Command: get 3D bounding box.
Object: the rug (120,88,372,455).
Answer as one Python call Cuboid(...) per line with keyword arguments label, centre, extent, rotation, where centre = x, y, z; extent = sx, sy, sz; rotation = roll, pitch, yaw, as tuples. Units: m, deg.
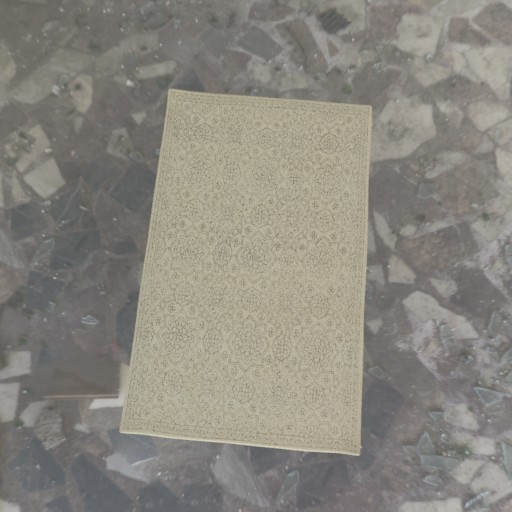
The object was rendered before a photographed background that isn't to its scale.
Cuboid(label="rug", centre=(0.000, 0.000, 2.428), extent=(1.214, 0.023, 1.947), rotation=(5, 78, 1))
